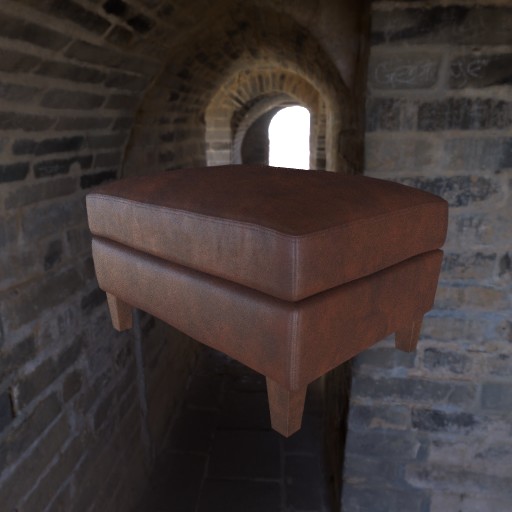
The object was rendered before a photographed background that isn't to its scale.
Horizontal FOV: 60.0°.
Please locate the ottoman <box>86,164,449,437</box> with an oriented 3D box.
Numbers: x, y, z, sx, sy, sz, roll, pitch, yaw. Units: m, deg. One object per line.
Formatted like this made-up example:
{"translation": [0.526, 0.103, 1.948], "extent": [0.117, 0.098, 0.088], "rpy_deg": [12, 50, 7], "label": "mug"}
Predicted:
{"translation": [0.000, 0.000, 1.307], "extent": [0.659, 0.527, 0.887], "rpy_deg": [-15, 21, -42], "label": "ottoman"}
